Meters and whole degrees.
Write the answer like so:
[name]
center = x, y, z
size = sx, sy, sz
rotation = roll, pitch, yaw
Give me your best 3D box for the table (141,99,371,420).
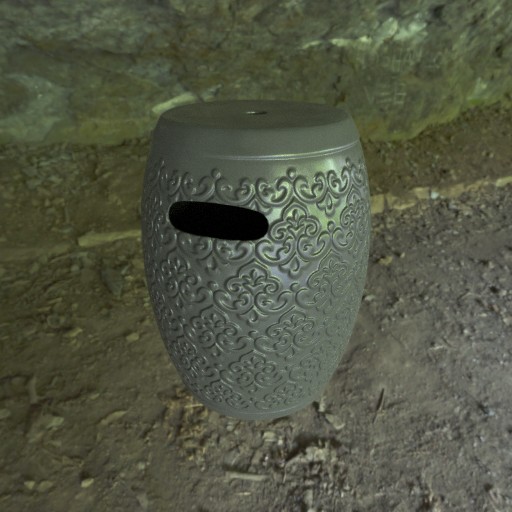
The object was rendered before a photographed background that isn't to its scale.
[table]
center = 0.000, 0.000, 0.630
size = 0.309, 0.397, 0.309
rotation = 0, 27, 0
